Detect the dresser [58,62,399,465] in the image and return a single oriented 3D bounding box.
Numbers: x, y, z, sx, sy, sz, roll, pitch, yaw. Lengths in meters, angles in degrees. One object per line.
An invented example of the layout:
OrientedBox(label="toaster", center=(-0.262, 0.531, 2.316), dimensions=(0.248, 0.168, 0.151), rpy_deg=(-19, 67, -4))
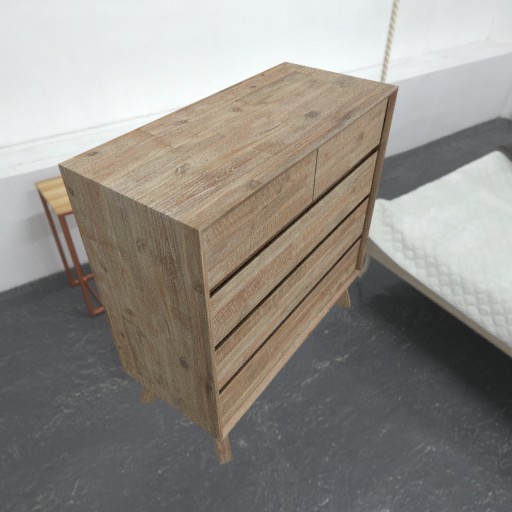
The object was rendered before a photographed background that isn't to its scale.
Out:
OrientedBox(label="dresser", center=(0.000, 0.000, 1.604), dimensions=(0.455, 1.029, 0.998), rpy_deg=(25, 46, 27))
